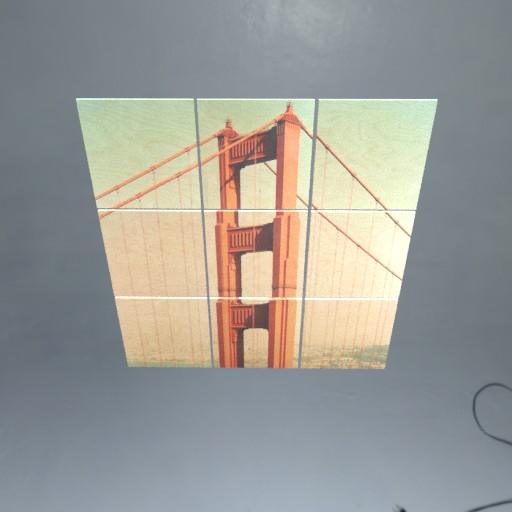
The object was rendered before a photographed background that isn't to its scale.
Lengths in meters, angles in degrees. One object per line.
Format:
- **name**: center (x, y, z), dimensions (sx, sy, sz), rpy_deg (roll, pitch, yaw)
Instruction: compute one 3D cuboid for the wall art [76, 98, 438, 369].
- **wall art**: center (0.000, 0.000, 1.797), dimensions (1.214, 1.219, 0.013), rpy_deg (0, 30, 1)
